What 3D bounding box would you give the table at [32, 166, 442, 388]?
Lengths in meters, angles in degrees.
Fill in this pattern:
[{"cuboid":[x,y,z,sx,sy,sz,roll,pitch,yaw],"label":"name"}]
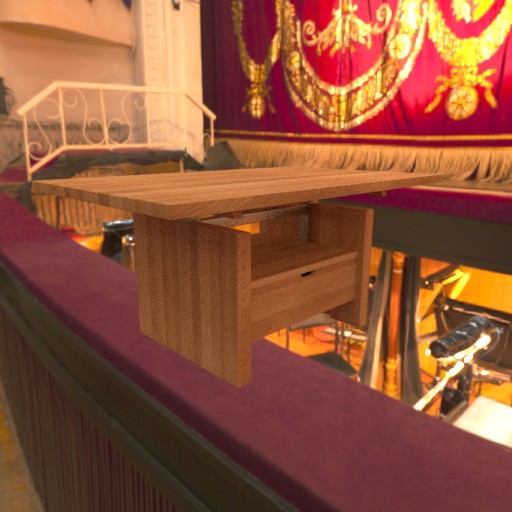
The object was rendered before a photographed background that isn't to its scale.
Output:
[{"cuboid":[0.000,0.000,1.453,1.100,0.510,0.700,-14,20,-42],"label":"table"}]
